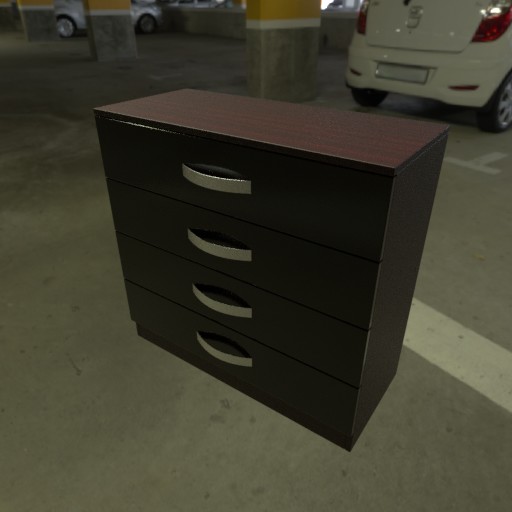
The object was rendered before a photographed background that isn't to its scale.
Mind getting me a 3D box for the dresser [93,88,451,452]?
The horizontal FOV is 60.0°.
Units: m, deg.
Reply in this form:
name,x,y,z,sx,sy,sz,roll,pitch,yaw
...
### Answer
name,x,y,z,sx,sy,sz,roll,pitch,yaw
dresser,0.000,0.000,1.174,0.750,0.720,0.360,20,36,30
